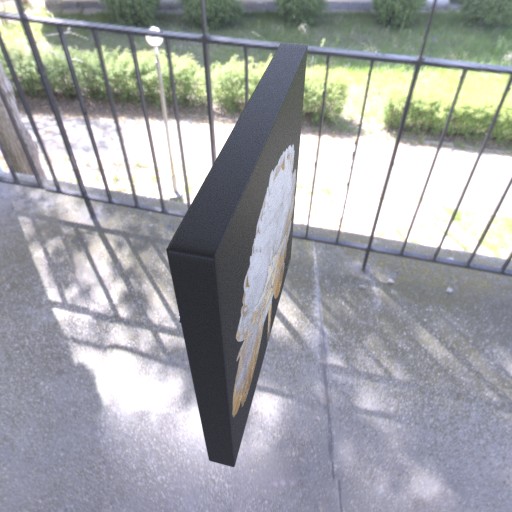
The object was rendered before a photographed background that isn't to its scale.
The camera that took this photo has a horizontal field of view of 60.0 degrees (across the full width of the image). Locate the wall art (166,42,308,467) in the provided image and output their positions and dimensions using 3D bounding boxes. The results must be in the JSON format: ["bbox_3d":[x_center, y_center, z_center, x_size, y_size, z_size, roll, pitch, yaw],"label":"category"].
[{"bbox_3d":[0.000,0.000,0.594,0.041,0.407,0.406,10,46,10],"label":"wall art"}]
